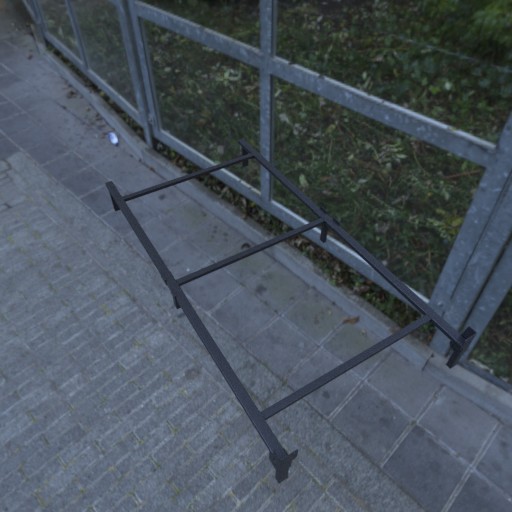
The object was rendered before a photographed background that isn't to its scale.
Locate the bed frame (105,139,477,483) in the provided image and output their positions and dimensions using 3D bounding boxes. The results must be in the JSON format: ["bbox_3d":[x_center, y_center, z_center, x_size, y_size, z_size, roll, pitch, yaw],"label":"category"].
[{"bbox_3d":[0.000,0.000,2.289,0.968,0.248,1.897,-24,50,-21],"label":"bed frame"}]
